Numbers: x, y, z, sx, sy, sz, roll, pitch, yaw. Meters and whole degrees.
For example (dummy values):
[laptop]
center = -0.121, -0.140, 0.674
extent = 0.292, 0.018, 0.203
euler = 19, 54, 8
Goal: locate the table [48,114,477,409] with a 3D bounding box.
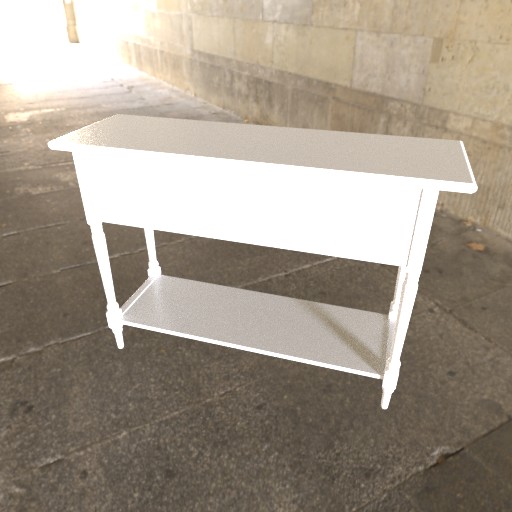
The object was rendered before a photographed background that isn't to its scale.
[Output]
[table]
center = 0.000, 0.000, 1.543
extent = 1.197, 0.808, 0.384
euler = 9, 32, 15
